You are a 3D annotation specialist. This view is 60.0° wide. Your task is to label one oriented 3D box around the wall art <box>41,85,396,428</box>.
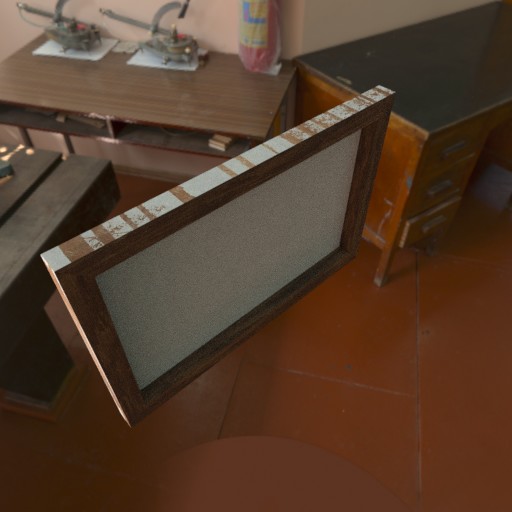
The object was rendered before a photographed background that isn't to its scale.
[{"bbox_3d":[0.000,0.000,0.767,0.609,0.405,0.035,-33,55,-28],"label":"wall art"}]
